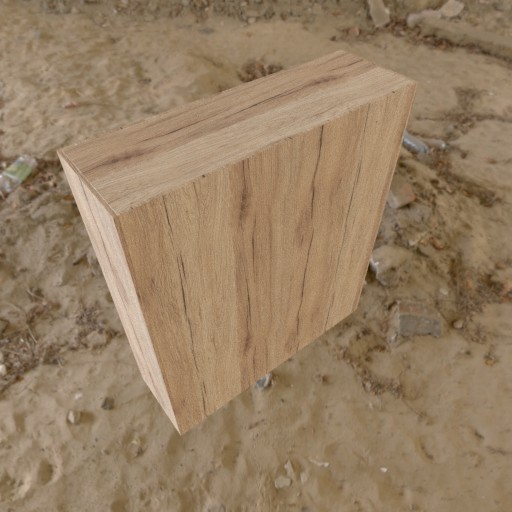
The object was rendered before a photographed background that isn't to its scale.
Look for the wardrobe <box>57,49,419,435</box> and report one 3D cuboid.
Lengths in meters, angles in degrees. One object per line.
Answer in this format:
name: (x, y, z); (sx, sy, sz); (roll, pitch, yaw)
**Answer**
wardrobe: (0.000, 0.000, 2.949); (1.810, 2.070, 0.580); (-30, 53, -25)
